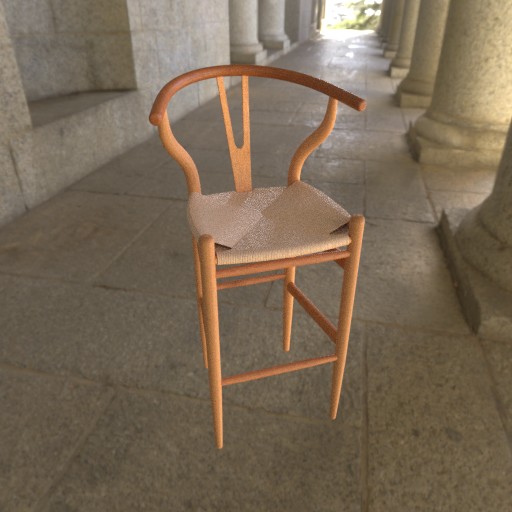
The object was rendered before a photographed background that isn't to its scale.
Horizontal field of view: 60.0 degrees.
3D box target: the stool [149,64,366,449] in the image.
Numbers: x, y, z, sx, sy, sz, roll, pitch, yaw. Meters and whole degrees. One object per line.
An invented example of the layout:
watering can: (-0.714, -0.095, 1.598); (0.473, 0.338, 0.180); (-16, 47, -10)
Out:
stool: (0.000, 0.000, 1.412); (0.574, 1.068, 0.561); (-9, 31, -15)
